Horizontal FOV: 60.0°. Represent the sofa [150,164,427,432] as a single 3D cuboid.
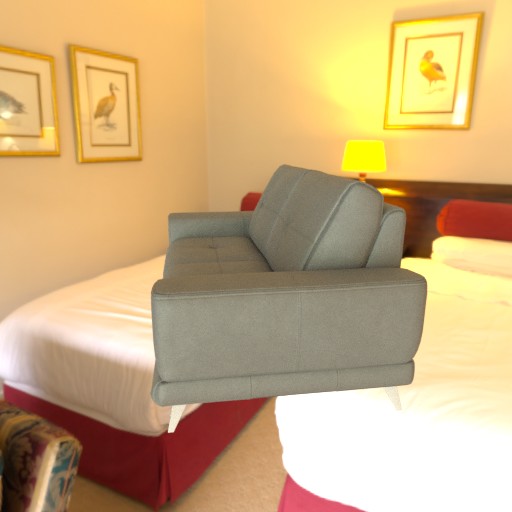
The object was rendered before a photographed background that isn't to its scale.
[{"bbox_3d":[0.000,0.000,2.385,1.018,0.907,1.806,-2,15,-9],"label":"sofa"}]
